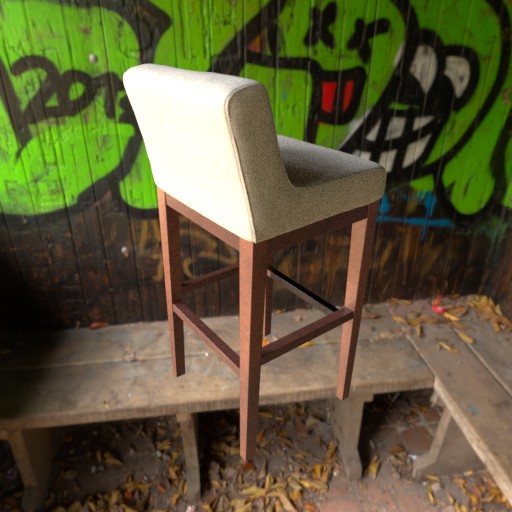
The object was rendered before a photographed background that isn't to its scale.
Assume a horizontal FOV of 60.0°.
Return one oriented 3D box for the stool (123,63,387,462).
[{"bbox_3d":[0.000,0.000,1.309,0.500,1.037,0.511,-19,33,-32],"label":"stool"}]
